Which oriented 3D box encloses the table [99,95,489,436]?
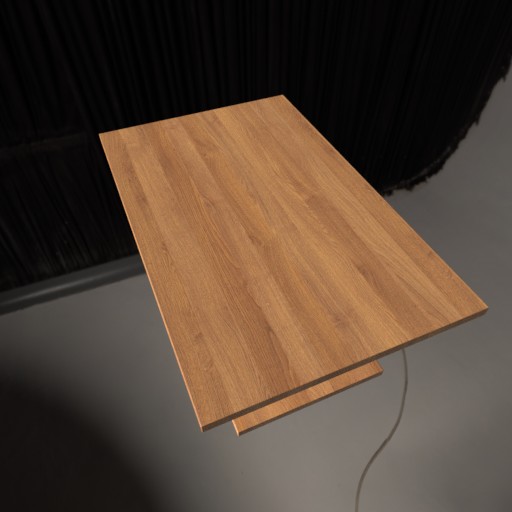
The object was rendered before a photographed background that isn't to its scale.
[{"bbox_3d":[0.000,0.000,1.434,0.700,0.442,1.100,-18,50,-16],"label":"table"}]
